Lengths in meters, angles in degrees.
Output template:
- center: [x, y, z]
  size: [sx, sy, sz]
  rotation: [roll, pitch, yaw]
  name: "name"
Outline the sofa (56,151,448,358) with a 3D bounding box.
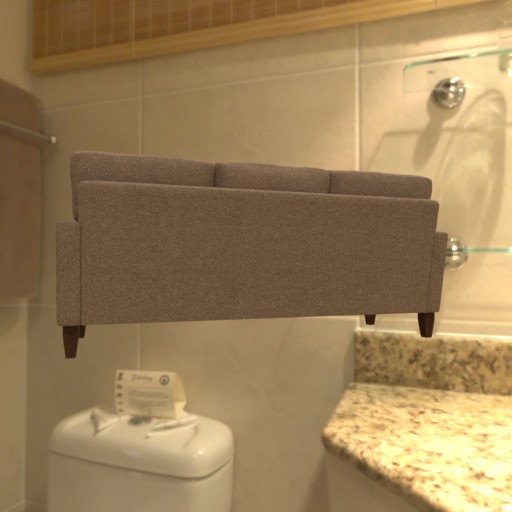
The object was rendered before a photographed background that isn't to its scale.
- center: [0.000, 0.000, 2.652]
  size: [2.115, 0.984, 0.888]
  rotation: [0, -2, -18]
  name: "sofa"
